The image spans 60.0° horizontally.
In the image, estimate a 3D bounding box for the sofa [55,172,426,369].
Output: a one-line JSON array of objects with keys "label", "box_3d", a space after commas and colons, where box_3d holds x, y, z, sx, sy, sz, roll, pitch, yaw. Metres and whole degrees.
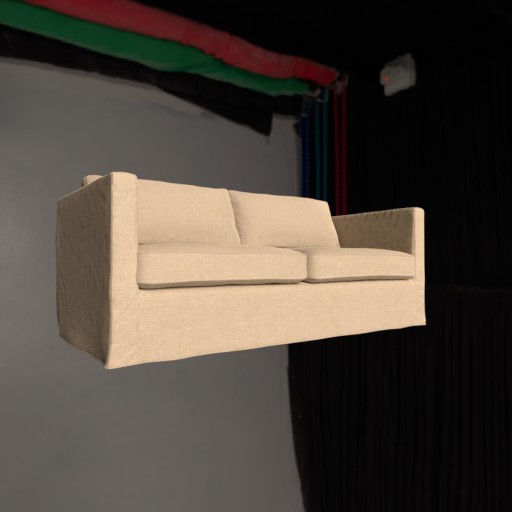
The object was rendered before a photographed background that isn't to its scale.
[{"label": "sofa", "box_3d": [0.000, 0.000, 2.546, 1.987, 0.847, 0.956, 1, -1, -36]}]
